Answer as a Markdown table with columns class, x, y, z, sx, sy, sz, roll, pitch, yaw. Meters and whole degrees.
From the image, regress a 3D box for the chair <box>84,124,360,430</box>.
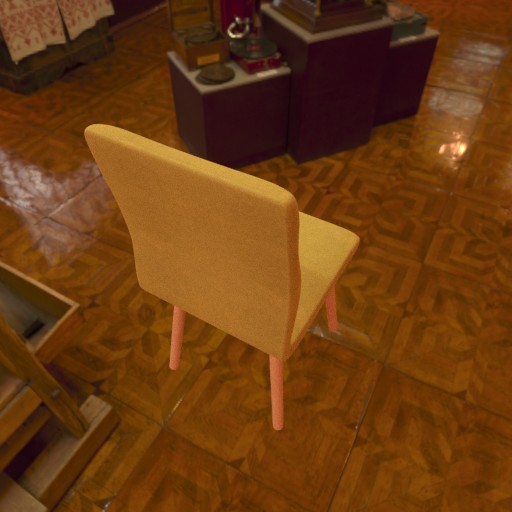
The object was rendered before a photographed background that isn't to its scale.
| class | x | y | z | sx | sy | sz | roll | pitch | yaw |
| --- | --- | --- | --- | --- | --- | --- | --- | --- | --- |
| chair | 0.000 | 0.000 | 1.265 | 0.450 | 0.965 | 0.550 | 23 | 51 | 20 |
